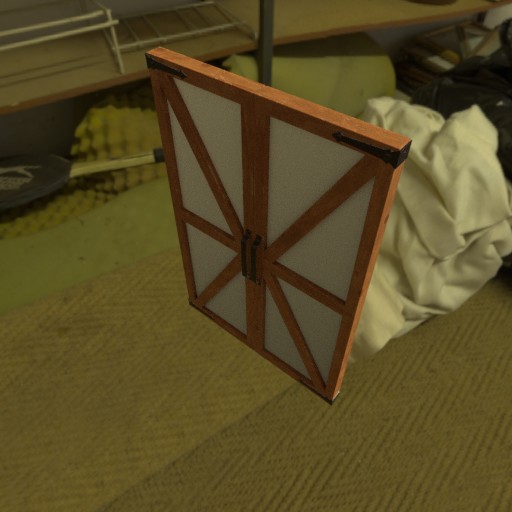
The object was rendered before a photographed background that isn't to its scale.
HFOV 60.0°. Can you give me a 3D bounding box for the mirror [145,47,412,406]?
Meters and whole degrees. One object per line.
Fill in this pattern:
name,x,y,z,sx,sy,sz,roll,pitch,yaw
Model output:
mirror,0.000,0.000,0.983,0.517,0.761,0.053,31,53,26
